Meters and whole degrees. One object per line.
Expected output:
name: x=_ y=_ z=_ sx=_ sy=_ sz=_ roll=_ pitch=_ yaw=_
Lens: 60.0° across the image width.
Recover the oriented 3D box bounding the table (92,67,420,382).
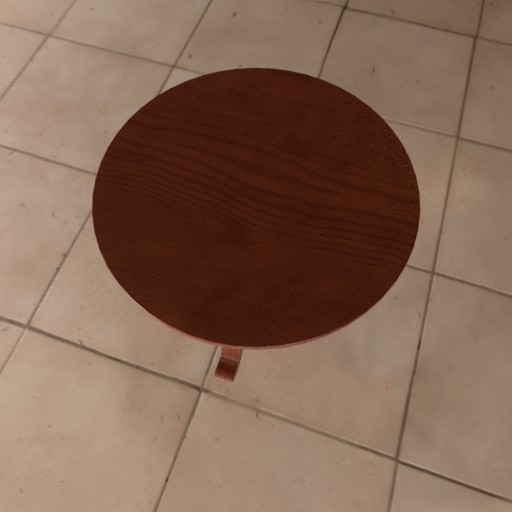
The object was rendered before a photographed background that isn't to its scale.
table: x=0.000 y=0.000 z=1.089 sx=0.597 sy=0.612 sz=0.597 roll=0 pitch=65 yaw=0
